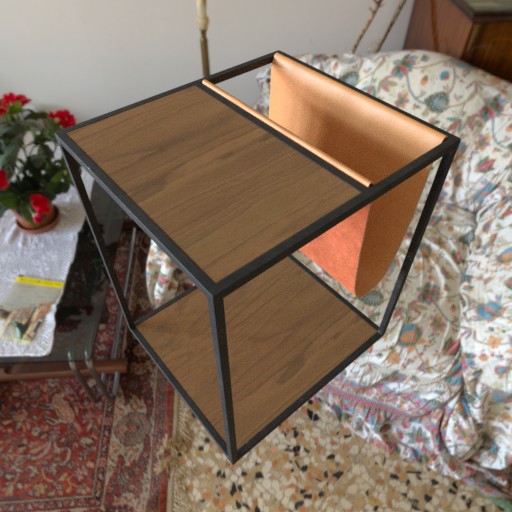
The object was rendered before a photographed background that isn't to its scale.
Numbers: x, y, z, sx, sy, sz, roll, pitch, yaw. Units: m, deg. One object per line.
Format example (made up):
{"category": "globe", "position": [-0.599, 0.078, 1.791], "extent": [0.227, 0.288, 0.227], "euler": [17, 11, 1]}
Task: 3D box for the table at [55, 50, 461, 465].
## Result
{"category": "table", "position": [0.000, 0.000, 0.848], "extent": [0.450, 0.536, 0.399], "euler": [-32, 55, -26]}
